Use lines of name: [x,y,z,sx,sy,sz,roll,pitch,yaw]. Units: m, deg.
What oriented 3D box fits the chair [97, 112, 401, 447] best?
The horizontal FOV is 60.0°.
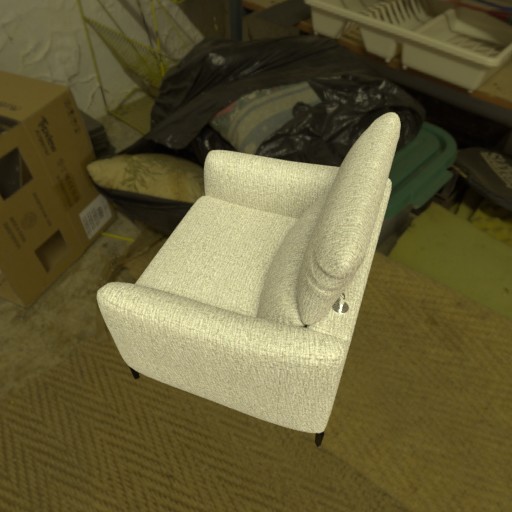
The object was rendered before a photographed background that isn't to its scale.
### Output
chair: [0.000,0.000,1.685,0.835,0.967,0.972,15,48,14]
